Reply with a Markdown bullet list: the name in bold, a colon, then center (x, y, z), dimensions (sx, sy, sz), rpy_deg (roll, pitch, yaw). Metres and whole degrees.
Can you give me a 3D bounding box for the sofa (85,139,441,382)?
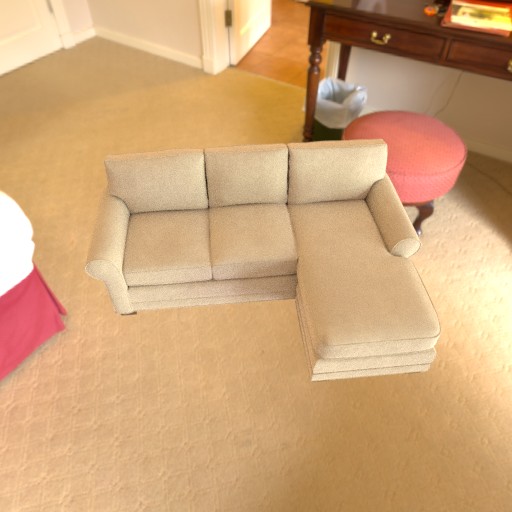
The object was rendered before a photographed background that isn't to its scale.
- **sofa**: center (0.000, 0.000, 2.410), dimensions (1.770, 0.734, 1.226), rpy_deg (-4, 47, -4)
